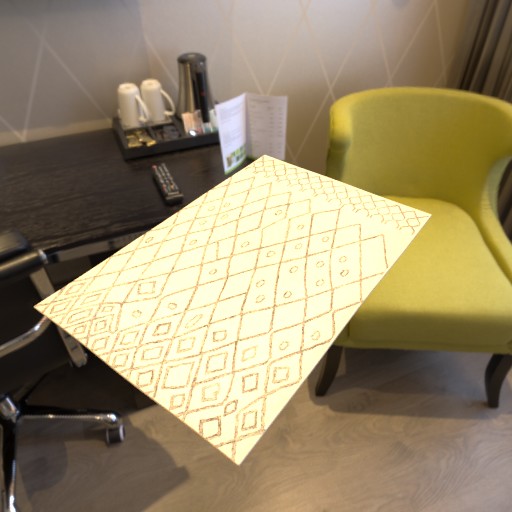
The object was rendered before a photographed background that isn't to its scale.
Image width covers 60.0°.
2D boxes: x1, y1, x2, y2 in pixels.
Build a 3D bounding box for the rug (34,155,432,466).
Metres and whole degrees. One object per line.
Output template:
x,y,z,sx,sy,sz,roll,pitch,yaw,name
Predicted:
0.000,0.000,2.340,1.222,0.015,1.828,26,47,27,rug
